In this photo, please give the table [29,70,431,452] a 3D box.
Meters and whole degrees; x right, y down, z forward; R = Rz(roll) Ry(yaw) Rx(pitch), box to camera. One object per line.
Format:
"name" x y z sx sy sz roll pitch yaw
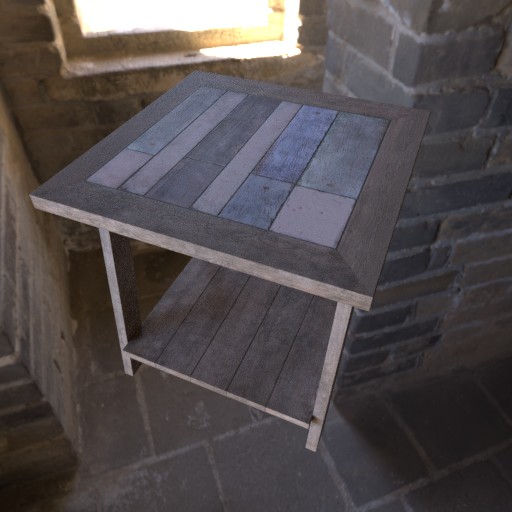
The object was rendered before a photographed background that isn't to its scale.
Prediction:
"table" 0.000 0.000 1.107 0.610 0.610 0.610 16 46 16
